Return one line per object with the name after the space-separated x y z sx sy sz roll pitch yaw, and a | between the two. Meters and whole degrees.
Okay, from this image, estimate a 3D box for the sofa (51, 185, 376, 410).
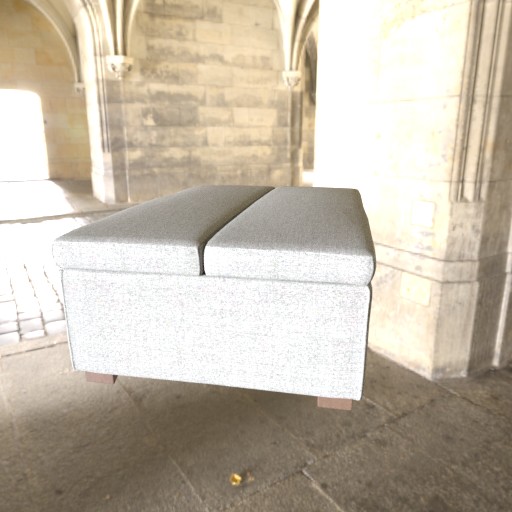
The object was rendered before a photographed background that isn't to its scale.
0.000 0.000 1.653 0.817 0.434 1.250 3 15 10 | sofa
